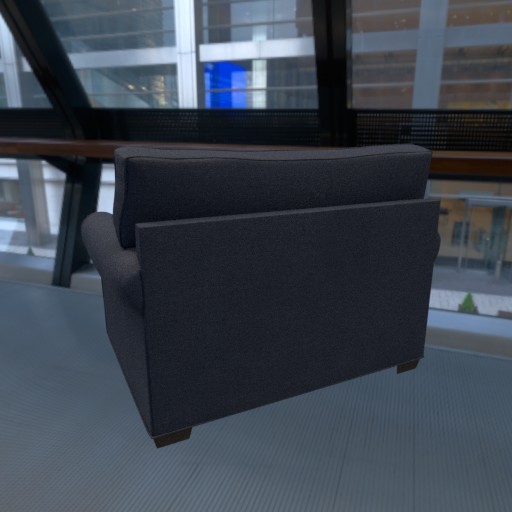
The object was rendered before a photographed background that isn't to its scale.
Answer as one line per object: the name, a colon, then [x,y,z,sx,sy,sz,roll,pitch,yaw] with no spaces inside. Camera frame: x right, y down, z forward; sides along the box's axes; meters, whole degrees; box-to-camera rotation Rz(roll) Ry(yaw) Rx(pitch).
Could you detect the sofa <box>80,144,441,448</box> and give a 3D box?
sofa: [0.000,0.000,2.021,1.405,1.004,0.938,-8,17,-26]
